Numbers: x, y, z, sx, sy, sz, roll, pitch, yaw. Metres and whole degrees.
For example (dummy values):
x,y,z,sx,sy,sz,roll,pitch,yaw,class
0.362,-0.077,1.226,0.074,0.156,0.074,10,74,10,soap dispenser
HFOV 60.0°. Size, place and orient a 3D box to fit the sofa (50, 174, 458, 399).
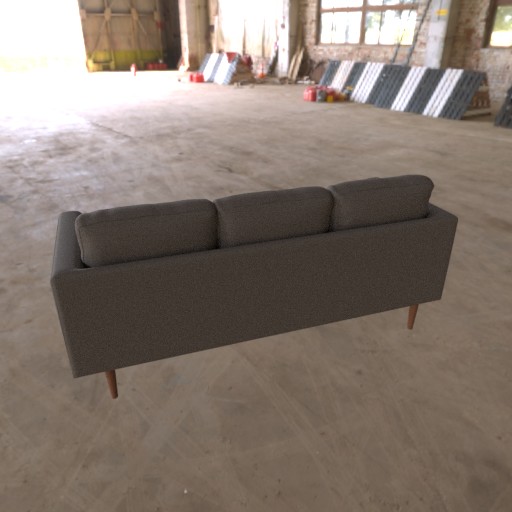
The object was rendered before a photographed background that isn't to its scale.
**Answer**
x,y,z,sx,sy,sz,roll,pitch,yaw,class
0.000,0.000,2.502,2.029,0.912,0.802,-9,28,-17,sofa
